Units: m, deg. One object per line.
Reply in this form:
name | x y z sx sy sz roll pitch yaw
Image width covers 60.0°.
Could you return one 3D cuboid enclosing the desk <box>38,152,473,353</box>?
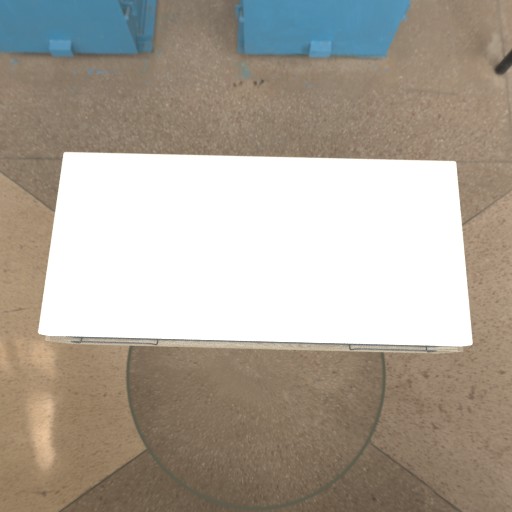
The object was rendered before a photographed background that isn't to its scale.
desk | 0.000 0.000 2.191 1.900 0.455 0.900 1 76 0
